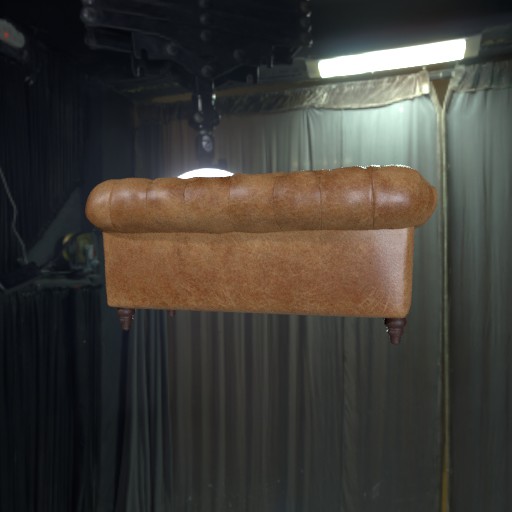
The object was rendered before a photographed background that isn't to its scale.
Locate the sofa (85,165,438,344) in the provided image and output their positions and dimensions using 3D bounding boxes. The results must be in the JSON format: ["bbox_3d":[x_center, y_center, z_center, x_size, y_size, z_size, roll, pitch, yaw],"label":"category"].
[{"bbox_3d":[0.000,0.000,2.595,1.979,0.877,1.042,0,0,16],"label":"sofa"}]
